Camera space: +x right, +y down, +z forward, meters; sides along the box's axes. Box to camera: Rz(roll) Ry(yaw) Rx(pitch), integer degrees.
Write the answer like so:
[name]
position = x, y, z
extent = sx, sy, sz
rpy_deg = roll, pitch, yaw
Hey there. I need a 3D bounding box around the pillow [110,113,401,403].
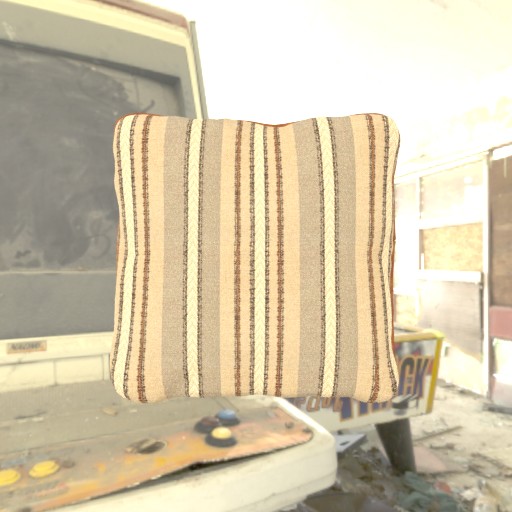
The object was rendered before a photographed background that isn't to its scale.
[pillow]
position = 0.000, 0.000, 0.747
extent = 0.489, 0.490, 0.130
rpy_deg = 0, -1, 0
